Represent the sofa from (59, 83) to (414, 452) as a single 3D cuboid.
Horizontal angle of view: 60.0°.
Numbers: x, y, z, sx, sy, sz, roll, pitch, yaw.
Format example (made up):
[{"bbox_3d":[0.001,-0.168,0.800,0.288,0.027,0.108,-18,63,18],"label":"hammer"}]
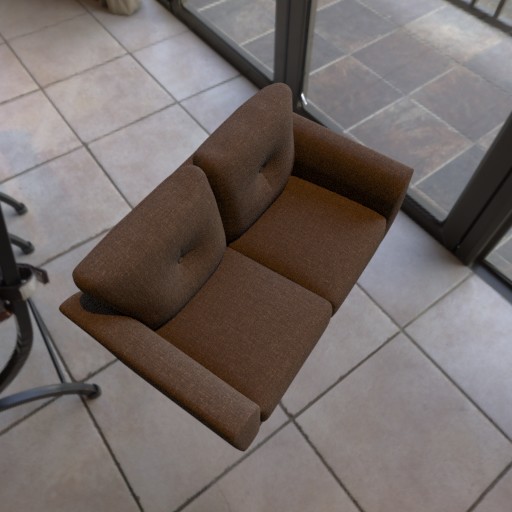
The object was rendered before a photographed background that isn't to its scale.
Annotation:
[{"bbox_3d":[0.000,0.000,2.004,0.851,0.885,1.423,30,63,17],"label":"sofa"}]
